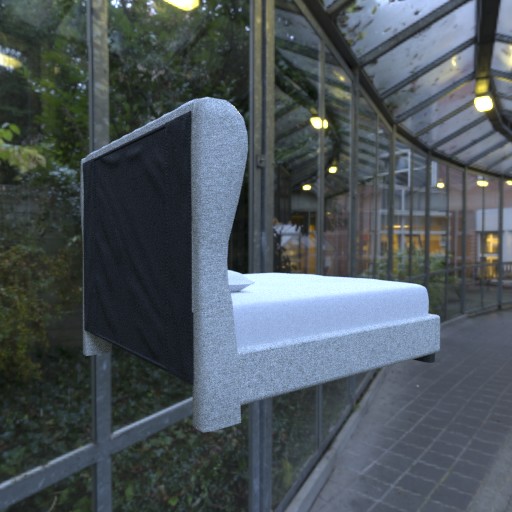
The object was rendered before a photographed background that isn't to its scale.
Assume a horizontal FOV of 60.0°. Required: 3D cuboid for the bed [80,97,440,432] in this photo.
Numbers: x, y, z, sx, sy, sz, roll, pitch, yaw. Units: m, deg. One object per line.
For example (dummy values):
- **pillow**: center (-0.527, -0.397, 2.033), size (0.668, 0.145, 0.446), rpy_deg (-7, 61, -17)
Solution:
- **bed**: center (0.000, 0.000, 3.849), size (2.347, 1.771, 2.219), rpy_deg (-1, 2, -37)
